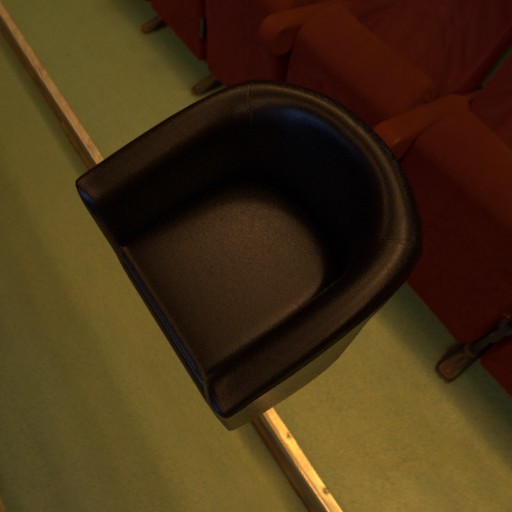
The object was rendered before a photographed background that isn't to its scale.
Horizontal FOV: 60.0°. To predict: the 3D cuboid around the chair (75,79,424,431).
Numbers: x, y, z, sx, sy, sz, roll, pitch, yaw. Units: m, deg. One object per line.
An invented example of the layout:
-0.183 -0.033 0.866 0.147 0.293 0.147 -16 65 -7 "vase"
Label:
0.000 0.000 1.395 0.727 0.756 0.793 -32 67 -15 "chair"
